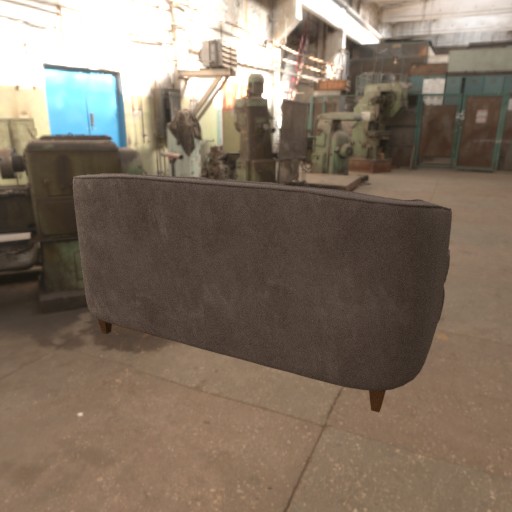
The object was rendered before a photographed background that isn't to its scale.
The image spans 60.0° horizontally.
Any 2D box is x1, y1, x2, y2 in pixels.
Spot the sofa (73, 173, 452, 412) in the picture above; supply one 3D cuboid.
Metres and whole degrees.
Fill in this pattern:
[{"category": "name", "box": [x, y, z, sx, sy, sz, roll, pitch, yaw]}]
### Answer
[{"category": "sofa", "box": [0.000, 0.000, 2.210, 1.733, 0.855, 0.941, 9, 19, 26]}]
